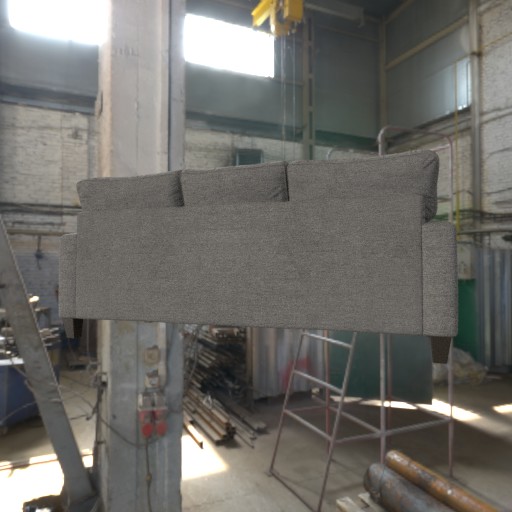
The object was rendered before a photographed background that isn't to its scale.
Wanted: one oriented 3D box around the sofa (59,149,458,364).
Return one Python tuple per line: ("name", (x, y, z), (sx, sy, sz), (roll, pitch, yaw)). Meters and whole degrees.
("sofa", (0.000, 0.000, 2.666), (2.158, 0.965, 0.951), (0, -1, 20))
